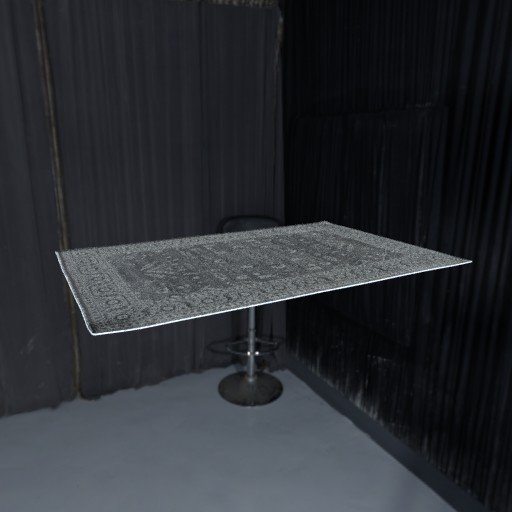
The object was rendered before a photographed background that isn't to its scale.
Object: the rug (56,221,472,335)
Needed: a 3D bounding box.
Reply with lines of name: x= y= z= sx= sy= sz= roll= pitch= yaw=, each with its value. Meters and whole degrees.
rug: x=0.000 y=0.000 z=2.315 sx=1.828 sy=0.019 sz=1.209 roll=-8 pitch=17 yaw=-28
